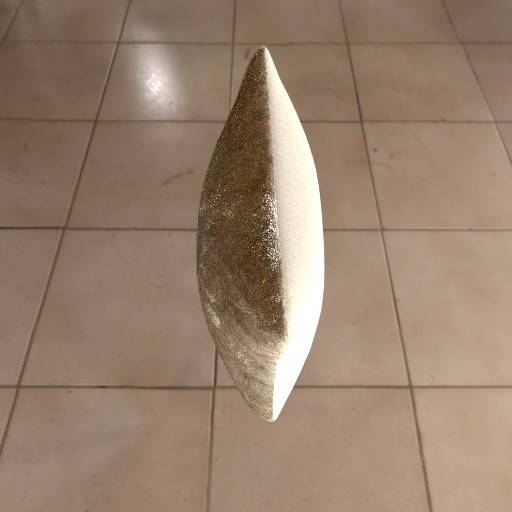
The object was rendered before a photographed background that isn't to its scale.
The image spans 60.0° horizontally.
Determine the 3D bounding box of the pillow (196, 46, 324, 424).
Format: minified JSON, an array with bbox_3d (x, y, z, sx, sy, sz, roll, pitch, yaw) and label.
[{"bbox_3d":[0.000,0.000,0.825,0.216,0.525,0.538,-1,58,-1],"label":"pillow"}]
